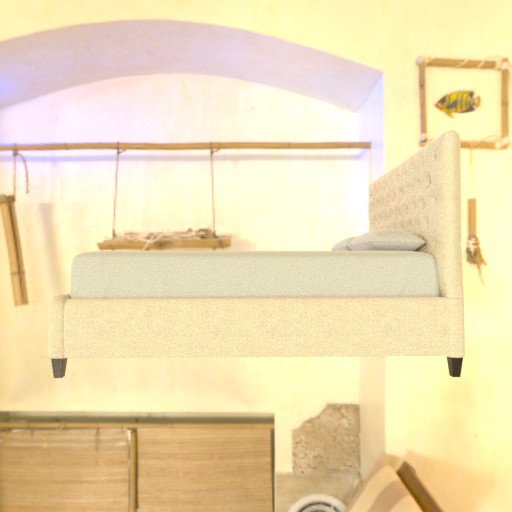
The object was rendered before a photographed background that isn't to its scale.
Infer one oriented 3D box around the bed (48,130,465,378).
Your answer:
[{"bbox_3d":[0.000,0.000,3.365,2.387,1.427,1.698,0,-1,-1],"label":"bed"}]
